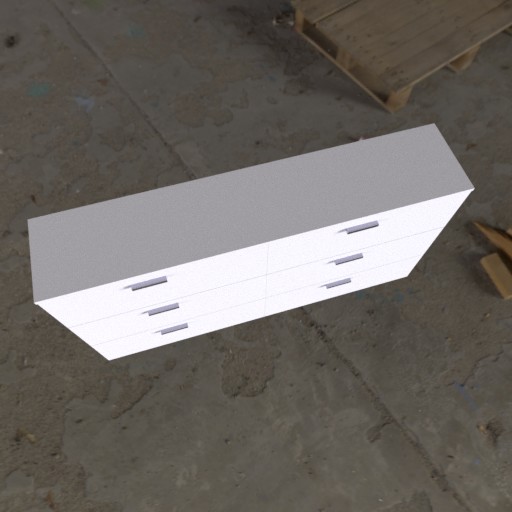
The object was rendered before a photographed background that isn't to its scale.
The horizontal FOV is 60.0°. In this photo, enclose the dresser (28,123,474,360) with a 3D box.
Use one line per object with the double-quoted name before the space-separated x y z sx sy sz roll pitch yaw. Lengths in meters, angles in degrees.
"dresser" 0.000 0.000 1.900 1.535 0.790 0.333 -15 65 -7
